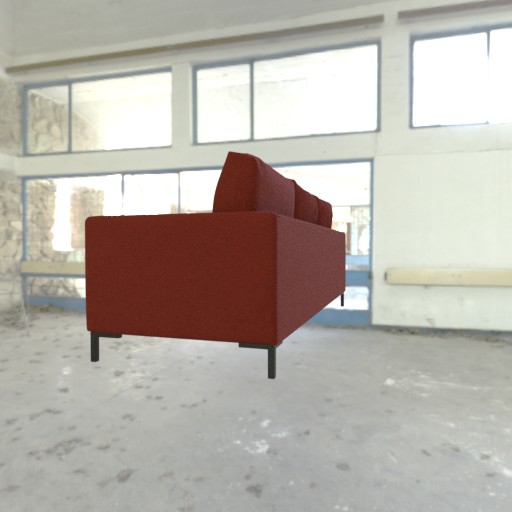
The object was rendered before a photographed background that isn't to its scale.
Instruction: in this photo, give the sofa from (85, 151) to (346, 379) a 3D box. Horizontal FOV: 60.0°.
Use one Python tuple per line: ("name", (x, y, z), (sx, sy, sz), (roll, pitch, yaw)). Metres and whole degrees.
("sofa", (0.000, 0.000, 2.815), (0.875, 0.879, 2.252), (0, 1, 18))
